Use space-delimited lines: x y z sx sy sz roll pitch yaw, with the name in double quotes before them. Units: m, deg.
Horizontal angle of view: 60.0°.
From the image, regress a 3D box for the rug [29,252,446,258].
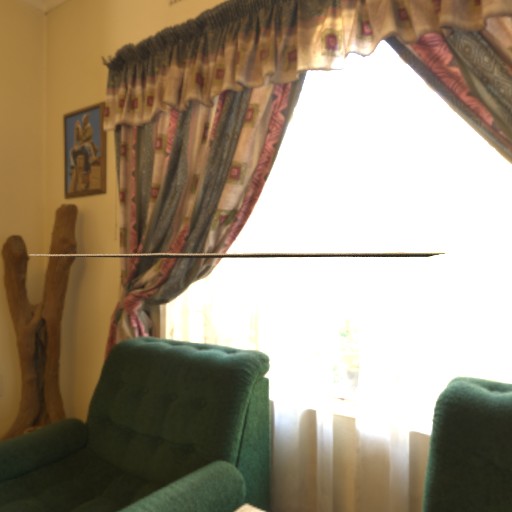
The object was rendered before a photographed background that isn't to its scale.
"rug" 0.000 0.000 4.469 3.357 0.019 2.449 0 -1 19
